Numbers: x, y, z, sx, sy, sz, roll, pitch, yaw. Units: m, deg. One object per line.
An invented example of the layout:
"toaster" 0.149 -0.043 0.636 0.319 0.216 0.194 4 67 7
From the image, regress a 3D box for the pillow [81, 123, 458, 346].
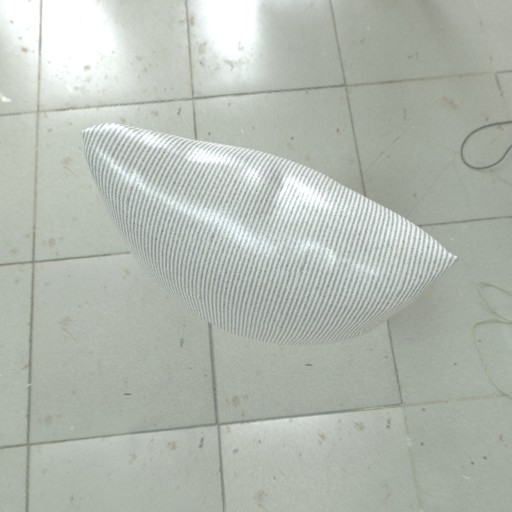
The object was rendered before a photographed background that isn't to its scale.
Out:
"pillow" 0.000 0.000 0.688 0.310 0.432 0.387 -34 78 -8
